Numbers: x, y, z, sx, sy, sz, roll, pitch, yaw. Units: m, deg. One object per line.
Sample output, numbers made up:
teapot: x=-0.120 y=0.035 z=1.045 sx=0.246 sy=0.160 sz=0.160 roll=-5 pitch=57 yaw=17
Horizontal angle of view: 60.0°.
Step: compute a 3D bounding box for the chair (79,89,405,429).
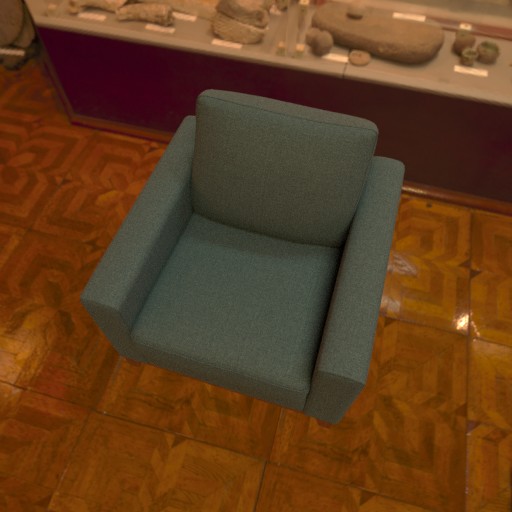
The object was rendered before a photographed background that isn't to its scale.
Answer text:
chair: x=0.000 y=0.000 z=1.873 sx=1.024 sy=1.010 sz=1.038 roll=15 pitch=59 yaw=9
